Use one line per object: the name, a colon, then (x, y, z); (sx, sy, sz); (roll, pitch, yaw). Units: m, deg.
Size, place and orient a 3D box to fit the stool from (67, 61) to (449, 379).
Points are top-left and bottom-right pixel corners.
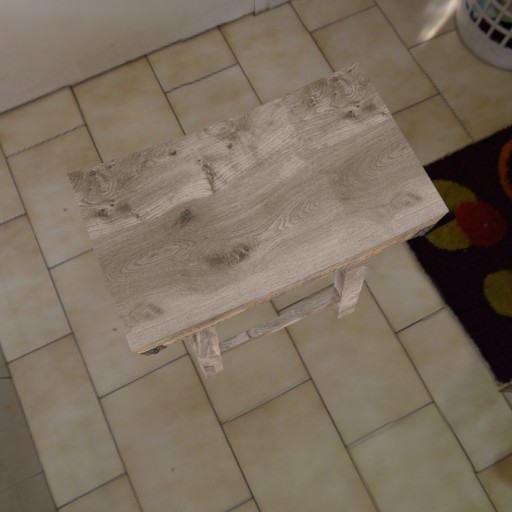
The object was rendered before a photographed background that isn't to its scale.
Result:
stool: (0.000, 0.000, 0.889); (0.450, 0.635, 0.330); (-23, 76, -6)
